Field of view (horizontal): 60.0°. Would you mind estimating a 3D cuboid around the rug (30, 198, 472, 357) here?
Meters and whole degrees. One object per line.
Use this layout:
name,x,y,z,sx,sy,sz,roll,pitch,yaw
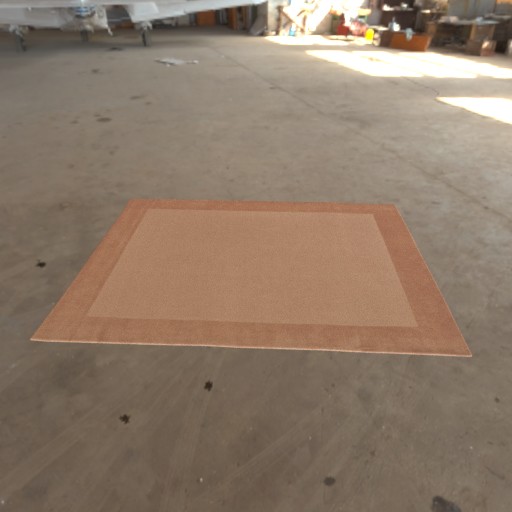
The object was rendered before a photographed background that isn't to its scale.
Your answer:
rug,0.000,0.000,4.085,3.057,0.021,2.431,2,31,3
